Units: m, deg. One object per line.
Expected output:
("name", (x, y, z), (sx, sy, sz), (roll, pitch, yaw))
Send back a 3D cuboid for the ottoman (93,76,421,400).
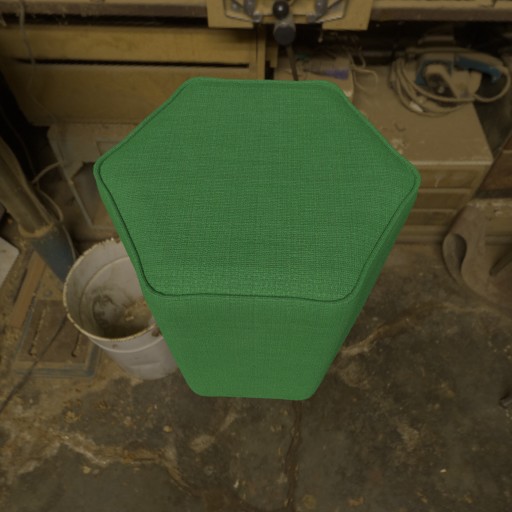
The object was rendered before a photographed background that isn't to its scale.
("ottoman", (0.000, 0.000, 0.868), (0.499, 0.507, 0.444), (2, 58, 1))
